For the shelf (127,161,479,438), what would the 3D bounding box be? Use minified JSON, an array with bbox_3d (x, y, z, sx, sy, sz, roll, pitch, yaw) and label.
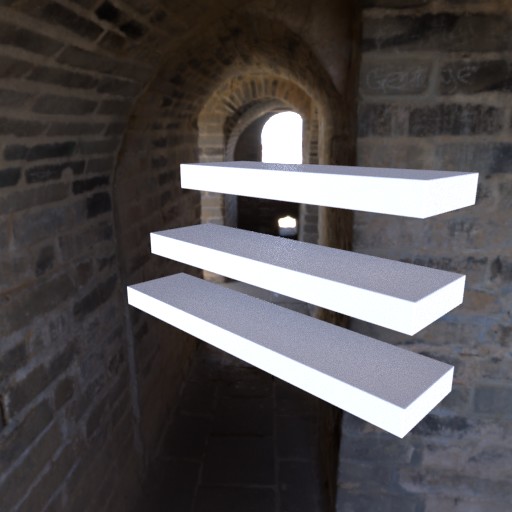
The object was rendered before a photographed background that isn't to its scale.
[{"bbox_3d":[0.000,0.000,0.725,0.610,0.293,0.140,14,20,43],"label":"shelf"}]
